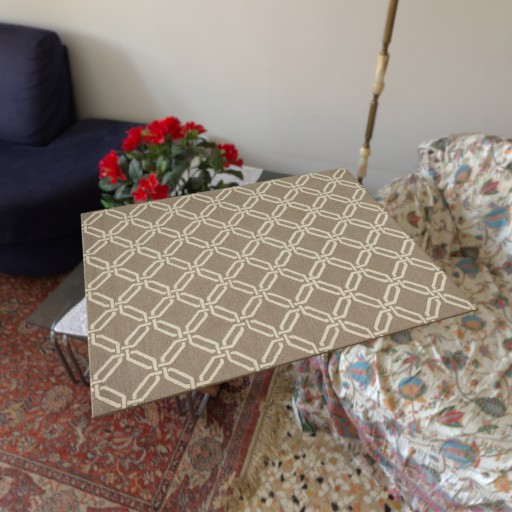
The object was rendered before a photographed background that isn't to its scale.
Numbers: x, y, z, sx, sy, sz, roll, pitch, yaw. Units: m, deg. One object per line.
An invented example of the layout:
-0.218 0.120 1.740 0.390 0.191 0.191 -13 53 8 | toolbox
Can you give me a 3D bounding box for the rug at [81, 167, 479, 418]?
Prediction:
0.000 0.000 3.914 2.895 0.018 2.288 -12 43 -14 | rug
